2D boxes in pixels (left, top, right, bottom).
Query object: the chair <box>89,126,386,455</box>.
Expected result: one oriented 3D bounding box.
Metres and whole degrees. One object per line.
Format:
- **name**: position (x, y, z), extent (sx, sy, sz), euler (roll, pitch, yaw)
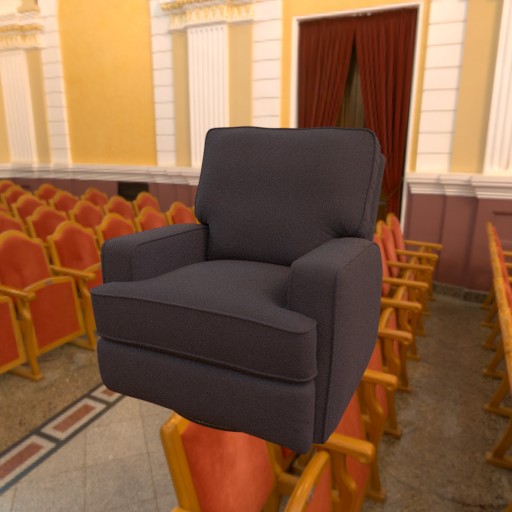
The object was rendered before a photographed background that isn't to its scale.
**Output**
- **chair**: position (0.000, 0.000, 1.667), extent (0.861, 0.962, 0.964), euler (7, 16, 25)
